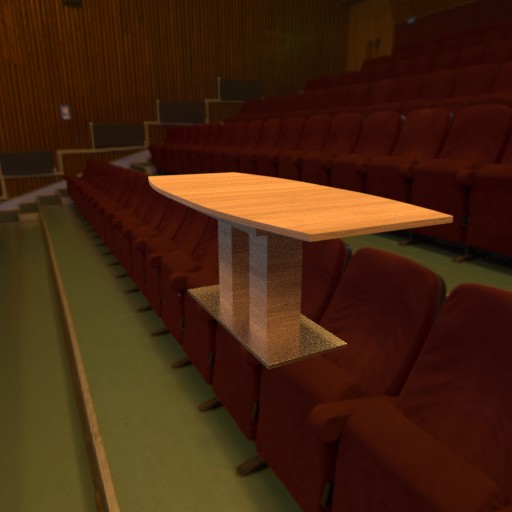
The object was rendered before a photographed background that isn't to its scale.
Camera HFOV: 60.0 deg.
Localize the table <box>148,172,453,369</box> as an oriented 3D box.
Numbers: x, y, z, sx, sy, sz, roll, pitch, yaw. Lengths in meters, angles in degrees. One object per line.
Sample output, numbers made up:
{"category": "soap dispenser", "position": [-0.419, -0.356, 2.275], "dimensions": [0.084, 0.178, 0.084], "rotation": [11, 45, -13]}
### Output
{"category": "table", "position": [0.000, 0.000, 2.541], "dimensions": [0.900, 0.750, 2.032], "rotation": [-8, 18, -26]}
